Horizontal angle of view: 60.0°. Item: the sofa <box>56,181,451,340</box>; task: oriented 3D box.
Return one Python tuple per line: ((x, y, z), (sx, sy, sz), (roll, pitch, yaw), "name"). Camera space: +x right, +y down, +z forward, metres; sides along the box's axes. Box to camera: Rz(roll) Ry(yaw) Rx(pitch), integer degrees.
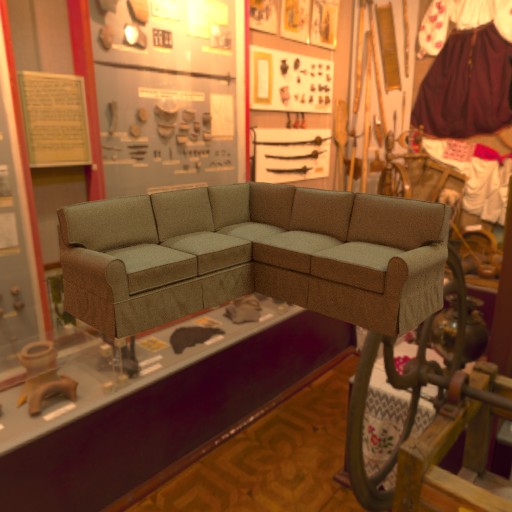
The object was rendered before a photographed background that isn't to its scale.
((0.000, 0.000, 4.120), (2.623, 1.081, 2.618), (14, 21, 41), "sofa")
